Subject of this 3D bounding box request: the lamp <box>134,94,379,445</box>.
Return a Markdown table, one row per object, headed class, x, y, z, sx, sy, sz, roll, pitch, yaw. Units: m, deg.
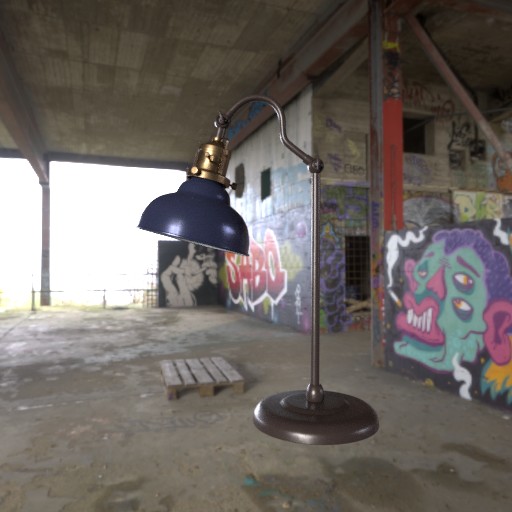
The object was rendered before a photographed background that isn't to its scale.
| class | x | y | z | sx | sy | sz | roll | pitch | yaw |
| --- | --- | --- | --- | --- | --- | --- | --- | --- | --- |
| lamp | 0.000 | 0.000 | 0.691 | 0.374 | 0.508 | 0.192 | 0 | -1 | 0 |
